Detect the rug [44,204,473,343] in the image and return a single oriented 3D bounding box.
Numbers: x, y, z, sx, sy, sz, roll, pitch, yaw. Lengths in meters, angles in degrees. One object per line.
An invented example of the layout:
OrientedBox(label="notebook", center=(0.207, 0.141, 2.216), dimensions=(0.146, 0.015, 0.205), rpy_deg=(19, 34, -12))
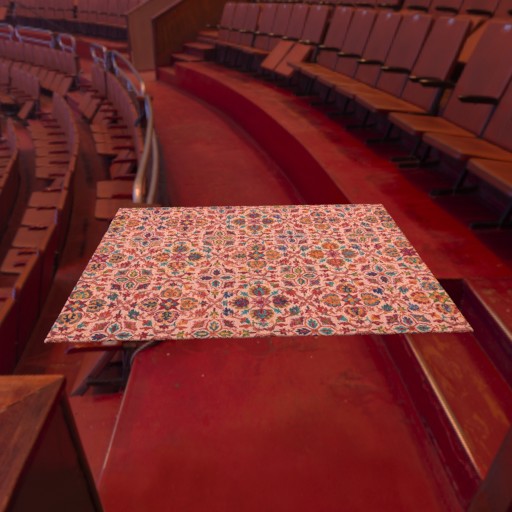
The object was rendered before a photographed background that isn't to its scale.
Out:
OrientedBox(label="rug", center=(0.000, 0.000, 4.365), dimensions=(3.215, 0.020, 2.446), rpy_deg=(-1, 30, -2))
